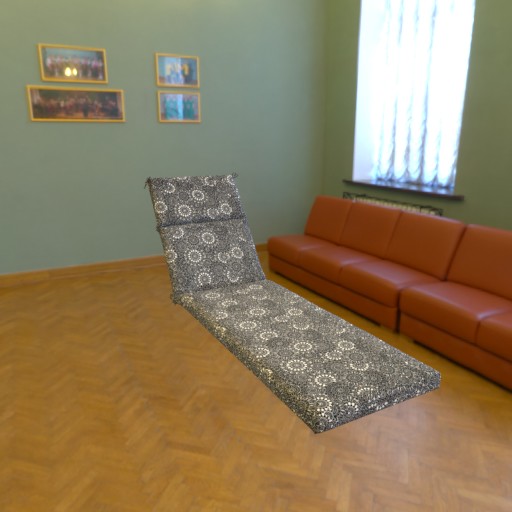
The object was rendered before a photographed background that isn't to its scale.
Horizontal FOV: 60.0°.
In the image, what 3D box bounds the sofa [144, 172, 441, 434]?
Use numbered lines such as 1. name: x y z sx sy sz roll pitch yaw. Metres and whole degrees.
1. sofa: 0.000 0.000 1.993 0.582 0.622 1.663 -8 17 -28
